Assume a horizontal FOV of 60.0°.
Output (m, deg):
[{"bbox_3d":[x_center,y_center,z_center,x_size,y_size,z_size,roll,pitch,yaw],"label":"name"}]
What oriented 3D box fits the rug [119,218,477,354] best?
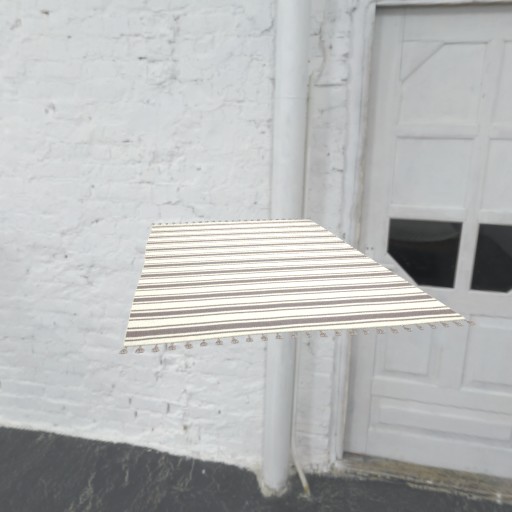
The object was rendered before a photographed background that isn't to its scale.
[{"bbox_3d":[0.000,0.000,2.453,1.229,0.011,2.096,-3,16,-10],"label":"rug"}]
